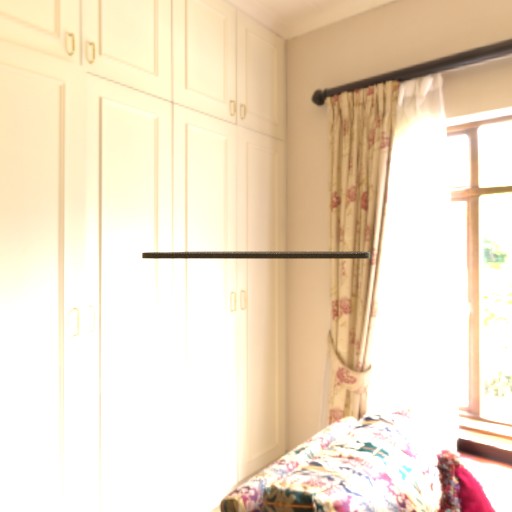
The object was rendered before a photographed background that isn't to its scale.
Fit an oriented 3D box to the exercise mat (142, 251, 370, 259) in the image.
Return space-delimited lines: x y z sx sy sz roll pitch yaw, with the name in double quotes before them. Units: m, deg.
"exercise mat" 0.000 0.000 2.070 0.616 0.021 1.869 0 0 0
